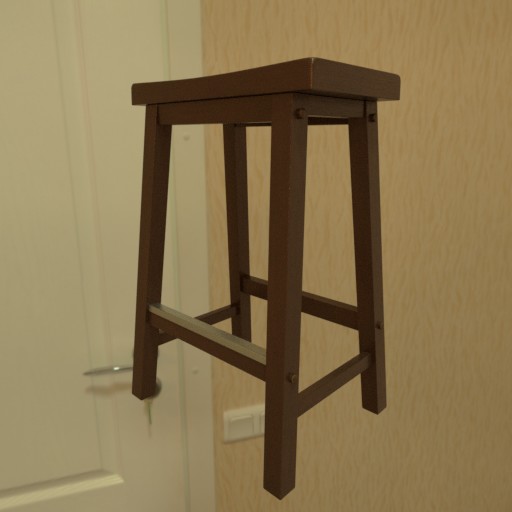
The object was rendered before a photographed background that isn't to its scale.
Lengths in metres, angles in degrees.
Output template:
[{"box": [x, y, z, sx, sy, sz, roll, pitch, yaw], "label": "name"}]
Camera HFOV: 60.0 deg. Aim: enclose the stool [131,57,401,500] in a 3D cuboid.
[{"box": [0.000, 0.000, 0.819, 0.406, 0.610, 0.322, 14, 20, 42], "label": "stool"}]
